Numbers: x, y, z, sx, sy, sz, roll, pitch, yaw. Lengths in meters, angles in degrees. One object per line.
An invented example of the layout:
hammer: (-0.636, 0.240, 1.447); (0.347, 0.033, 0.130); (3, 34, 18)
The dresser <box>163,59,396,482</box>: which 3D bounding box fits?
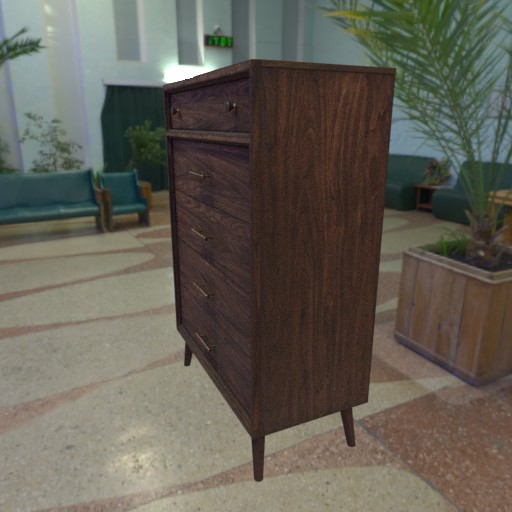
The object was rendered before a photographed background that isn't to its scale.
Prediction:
dresser: (0.000, 0.000, 1.824); (0.498, 1.365, 0.919); (-8, 18, -24)
